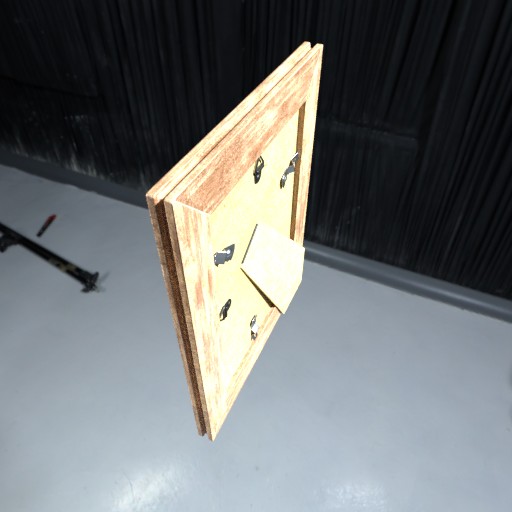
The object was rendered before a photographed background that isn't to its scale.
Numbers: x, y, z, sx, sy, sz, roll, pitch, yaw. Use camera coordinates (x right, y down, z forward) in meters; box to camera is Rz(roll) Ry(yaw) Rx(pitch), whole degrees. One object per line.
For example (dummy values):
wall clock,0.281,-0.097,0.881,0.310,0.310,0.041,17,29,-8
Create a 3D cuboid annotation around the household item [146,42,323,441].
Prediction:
household item,0.000,0.000,0.323,0.018,0.237,0.186,18,48,17
